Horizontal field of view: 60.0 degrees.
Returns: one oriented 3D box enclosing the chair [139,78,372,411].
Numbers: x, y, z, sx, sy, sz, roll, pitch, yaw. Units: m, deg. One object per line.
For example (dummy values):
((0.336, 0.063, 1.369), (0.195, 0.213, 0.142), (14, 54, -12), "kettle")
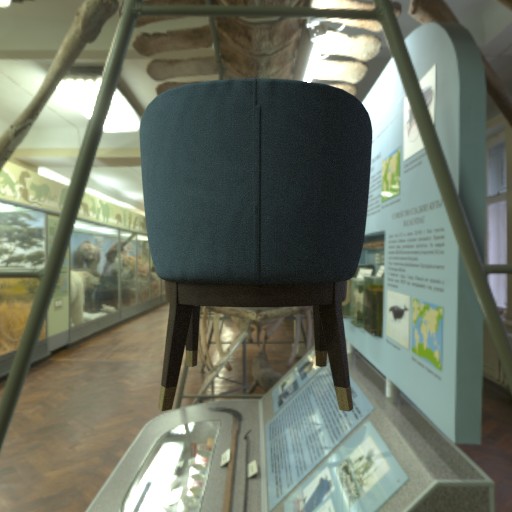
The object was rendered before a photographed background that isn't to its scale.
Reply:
((0.000, 0.000, 1.286), (0.661, 0.760, 0.702), (0, -1, 0), "chair")
